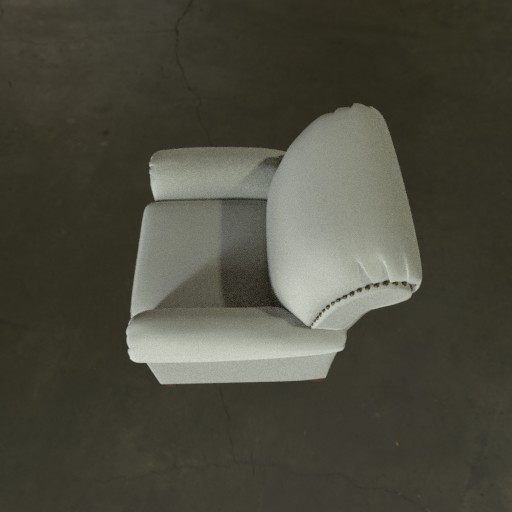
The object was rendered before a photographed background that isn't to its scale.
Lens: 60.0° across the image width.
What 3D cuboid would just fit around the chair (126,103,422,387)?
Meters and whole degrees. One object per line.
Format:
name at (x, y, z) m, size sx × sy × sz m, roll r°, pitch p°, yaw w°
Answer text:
chair at (0.000, 0.000, 1.654) m, size 0.890 × 0.927 × 0.854 m, roll -1°, pitch 59°, yaw -1°
